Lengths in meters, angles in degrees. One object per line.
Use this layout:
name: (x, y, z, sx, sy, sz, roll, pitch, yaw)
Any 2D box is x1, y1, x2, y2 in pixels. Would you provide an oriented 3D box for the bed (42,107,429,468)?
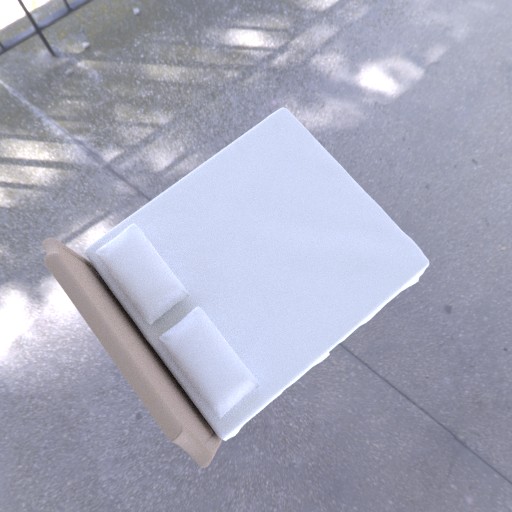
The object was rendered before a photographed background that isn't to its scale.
bed: (0.000, 0.000, 4.106, 2.773, 1.590, 2.350, -38, 78, -9)
